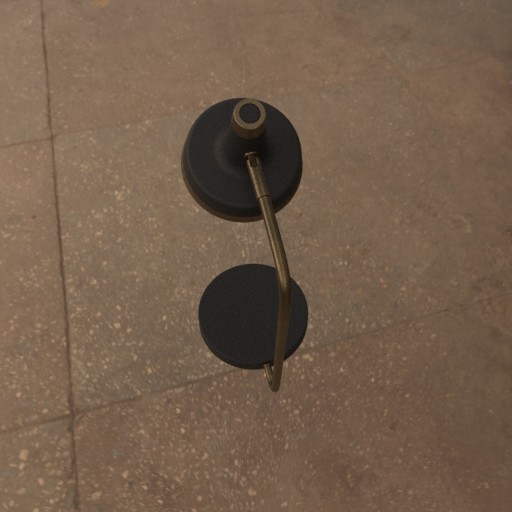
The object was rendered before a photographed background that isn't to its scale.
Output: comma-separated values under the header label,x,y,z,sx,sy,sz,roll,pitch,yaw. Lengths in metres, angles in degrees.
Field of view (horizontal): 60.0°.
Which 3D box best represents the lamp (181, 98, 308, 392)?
label,x,y,z,sx,sy,sz,roll,pitch,yaw
lamp,0.000,0.000,0.491,0.162,0.385,0.218,-12,58,-8
